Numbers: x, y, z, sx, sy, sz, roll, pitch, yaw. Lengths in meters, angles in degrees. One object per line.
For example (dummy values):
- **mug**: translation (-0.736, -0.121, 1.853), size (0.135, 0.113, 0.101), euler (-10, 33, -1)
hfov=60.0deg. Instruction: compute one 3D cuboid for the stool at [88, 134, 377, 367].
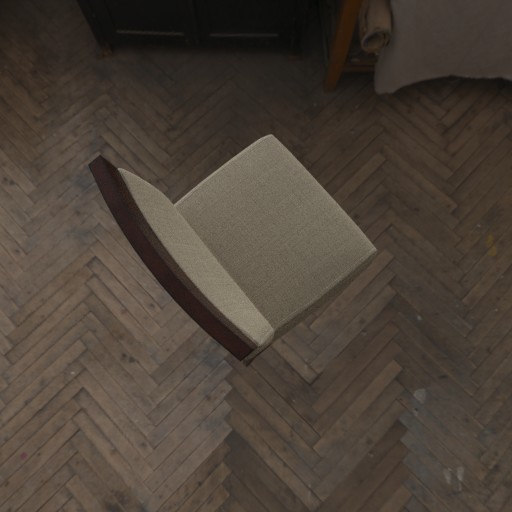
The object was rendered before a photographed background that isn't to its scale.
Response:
- **stool**: translation (0.000, 0.000, 1.280), size (0.480, 1.011, 0.463), euler (-38, 78, -9)
